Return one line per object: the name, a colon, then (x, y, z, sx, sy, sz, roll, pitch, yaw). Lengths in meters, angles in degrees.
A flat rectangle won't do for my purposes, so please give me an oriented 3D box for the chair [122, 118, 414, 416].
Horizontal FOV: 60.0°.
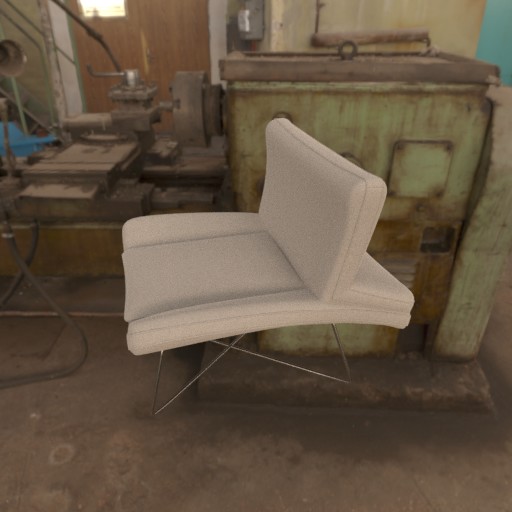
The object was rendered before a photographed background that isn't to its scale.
chair: (0.000, 0.000, 1.717, 1.008, 0.855, 0.859, -8, 30, -14)
